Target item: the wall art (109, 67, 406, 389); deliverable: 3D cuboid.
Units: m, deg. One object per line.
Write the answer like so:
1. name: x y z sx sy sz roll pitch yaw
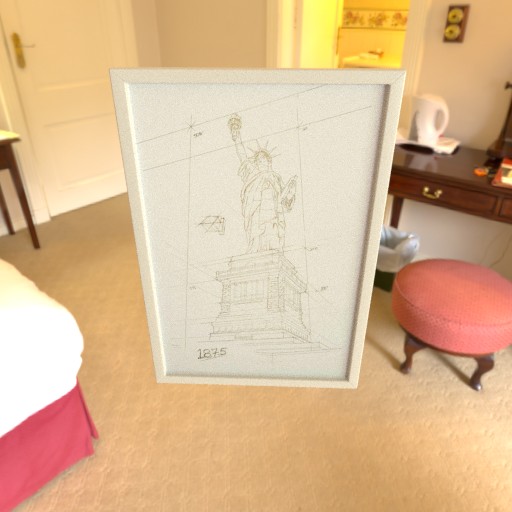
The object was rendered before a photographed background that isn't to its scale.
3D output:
1. wall art: 0.000 0.000 1.507 0.808 1.183 0.038 1 30 2
